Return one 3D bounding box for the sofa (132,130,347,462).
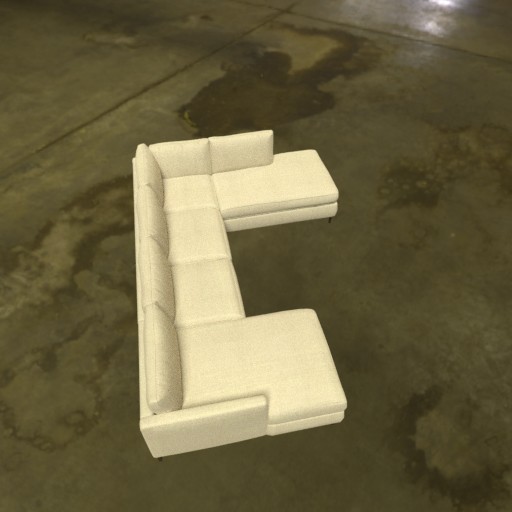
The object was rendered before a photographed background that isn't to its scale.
[{"bbox_3d":[0.000,0.000,3.617,1.879,0.756,2.737,-9,47,-8],"label":"sofa"}]
